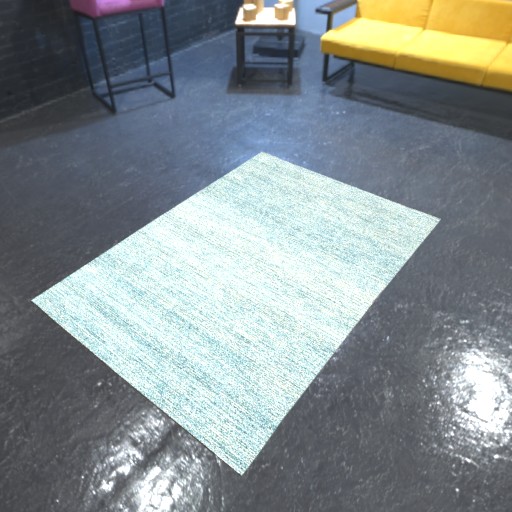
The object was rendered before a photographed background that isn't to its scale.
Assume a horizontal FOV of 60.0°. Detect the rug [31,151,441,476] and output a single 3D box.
[{"bbox_3d":[0.000,0.000,2.892,1.611,0.026,2.260,28,49,27],"label":"rug"}]
